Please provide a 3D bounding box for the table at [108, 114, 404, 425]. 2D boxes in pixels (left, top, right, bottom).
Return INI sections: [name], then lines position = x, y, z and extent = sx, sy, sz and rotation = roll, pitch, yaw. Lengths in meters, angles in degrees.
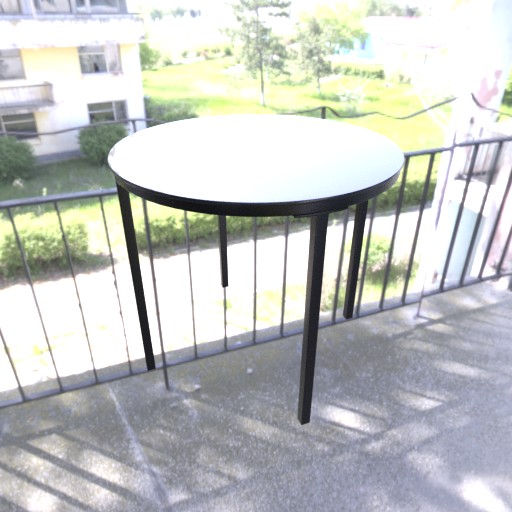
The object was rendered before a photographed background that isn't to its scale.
[table]
position = 0.000, 0.000, 0.885
extent = 0.499, 0.443, 0.499
rotation = 0, 30, 0
